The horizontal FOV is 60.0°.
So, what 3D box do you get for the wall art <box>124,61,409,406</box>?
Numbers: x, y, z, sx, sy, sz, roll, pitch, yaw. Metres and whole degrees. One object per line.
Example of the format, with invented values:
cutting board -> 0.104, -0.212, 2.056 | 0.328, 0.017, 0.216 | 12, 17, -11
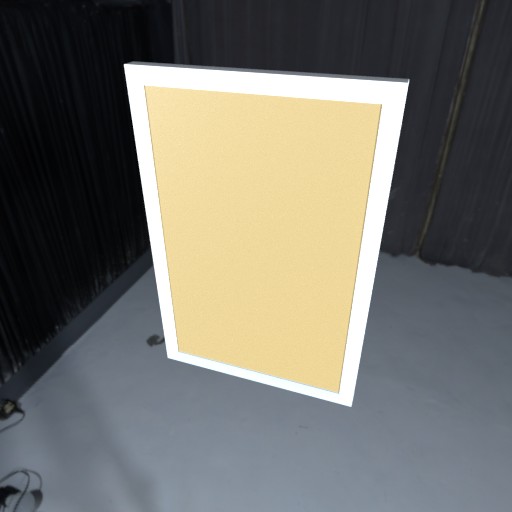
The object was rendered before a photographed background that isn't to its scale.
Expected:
wall art -> 0.000, 0.000, 1.170 | 0.612, 0.915, 0.039 | 11, 34, 16
